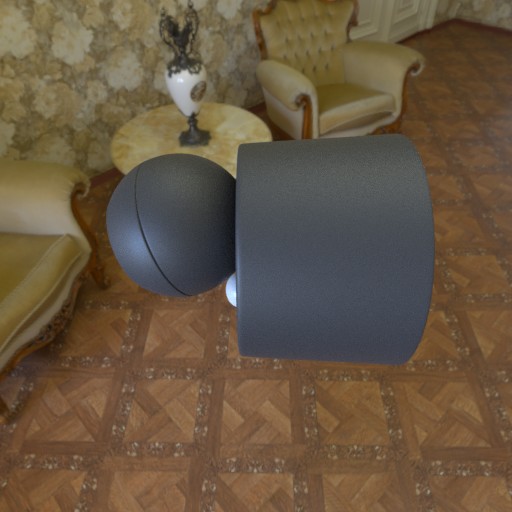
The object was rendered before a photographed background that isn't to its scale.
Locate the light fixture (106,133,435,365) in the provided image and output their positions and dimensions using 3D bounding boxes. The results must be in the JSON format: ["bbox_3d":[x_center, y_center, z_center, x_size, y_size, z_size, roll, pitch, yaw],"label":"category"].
[{"bbox_3d":[0.000,0.000,0.267,0.160,0.143,0.134,0,43,0],"label":"light fixture"}]
